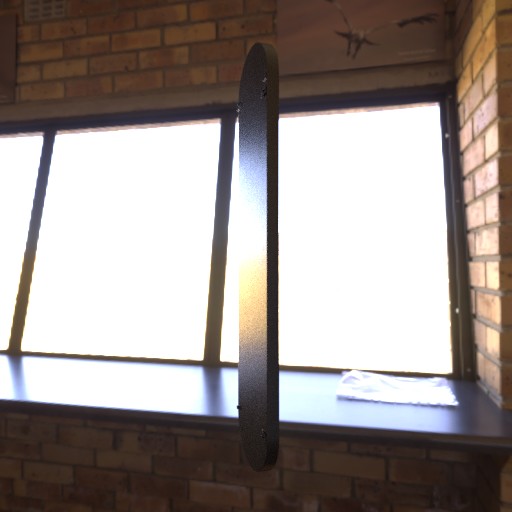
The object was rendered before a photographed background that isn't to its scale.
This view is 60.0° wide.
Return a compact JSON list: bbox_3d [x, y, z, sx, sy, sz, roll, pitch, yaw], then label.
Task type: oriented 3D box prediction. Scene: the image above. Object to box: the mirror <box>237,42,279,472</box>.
[{"bbox_3d":[0.000,0.000,1.050,0.032,0.991,0.222,0,-1,-18],"label":"mirror"}]
